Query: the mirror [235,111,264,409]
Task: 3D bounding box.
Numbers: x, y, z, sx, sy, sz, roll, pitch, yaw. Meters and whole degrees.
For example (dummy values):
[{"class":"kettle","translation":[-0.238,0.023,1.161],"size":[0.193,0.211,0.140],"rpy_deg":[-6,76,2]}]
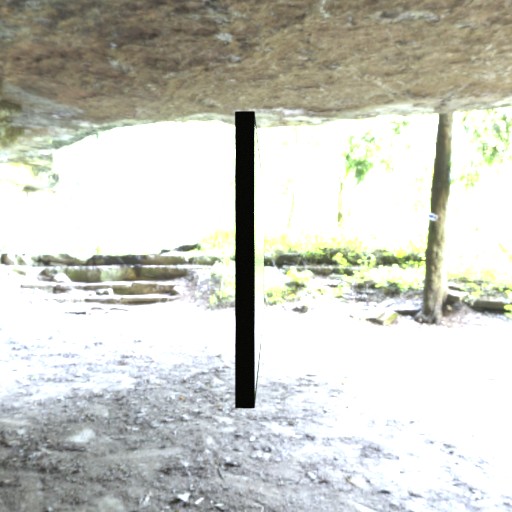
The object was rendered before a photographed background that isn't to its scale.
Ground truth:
[{"class":"mirror","translation":[0.000,0.000,1.821],"size":[0.047,0.692,1.584],"rpy_deg":[0,1,2]}]
